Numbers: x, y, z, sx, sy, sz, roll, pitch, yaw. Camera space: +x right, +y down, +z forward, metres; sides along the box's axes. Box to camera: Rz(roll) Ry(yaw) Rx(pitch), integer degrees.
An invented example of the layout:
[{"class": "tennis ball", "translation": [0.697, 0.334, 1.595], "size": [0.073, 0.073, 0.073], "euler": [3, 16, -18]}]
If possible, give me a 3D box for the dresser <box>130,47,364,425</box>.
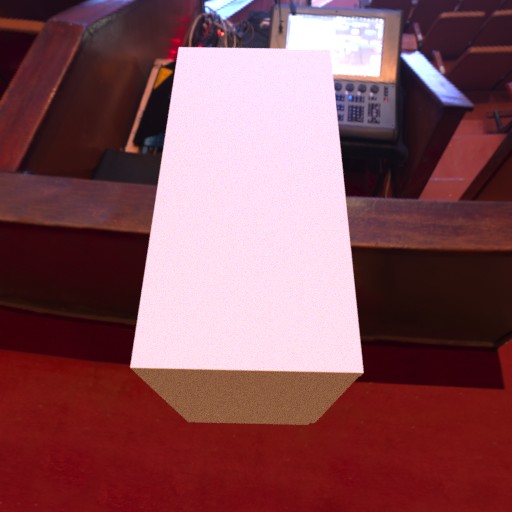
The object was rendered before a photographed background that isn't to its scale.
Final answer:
[{"class": "dresser", "translation": [0.000, 0.000, 1.286], "size": [0.420, 0.740, 0.830], "euler": [1, 63, 1]}]
